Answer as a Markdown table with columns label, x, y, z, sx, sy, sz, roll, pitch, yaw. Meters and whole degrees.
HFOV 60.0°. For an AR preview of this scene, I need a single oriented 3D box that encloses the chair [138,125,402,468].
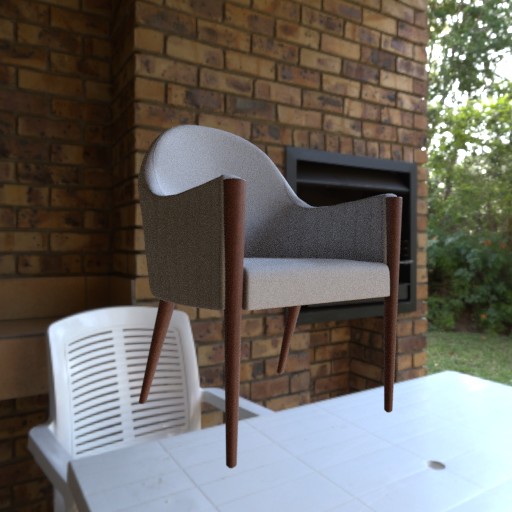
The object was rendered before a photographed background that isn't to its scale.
| label | x | y | z | sx | sy | sz | roll | pitch | yaw |
| --- | --- | --- | --- | --- | --- | --- | --- | --- | --- |
| chair | 0.000 | 0.000 | 1.318 | 0.610 | 0.889 | 0.620 | -1 | 1 | -37 |
